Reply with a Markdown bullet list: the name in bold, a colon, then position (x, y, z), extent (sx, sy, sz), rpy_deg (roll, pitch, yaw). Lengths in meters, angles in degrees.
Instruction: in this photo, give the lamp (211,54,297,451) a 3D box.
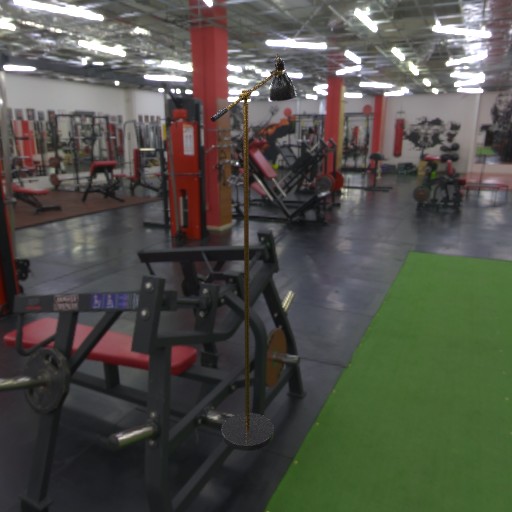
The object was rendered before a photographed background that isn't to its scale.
- **lamp**: position (0.000, 0.000, 1.872), extent (0.235, 1.628, 0.618), rpy_deg (8, 17, 27)
